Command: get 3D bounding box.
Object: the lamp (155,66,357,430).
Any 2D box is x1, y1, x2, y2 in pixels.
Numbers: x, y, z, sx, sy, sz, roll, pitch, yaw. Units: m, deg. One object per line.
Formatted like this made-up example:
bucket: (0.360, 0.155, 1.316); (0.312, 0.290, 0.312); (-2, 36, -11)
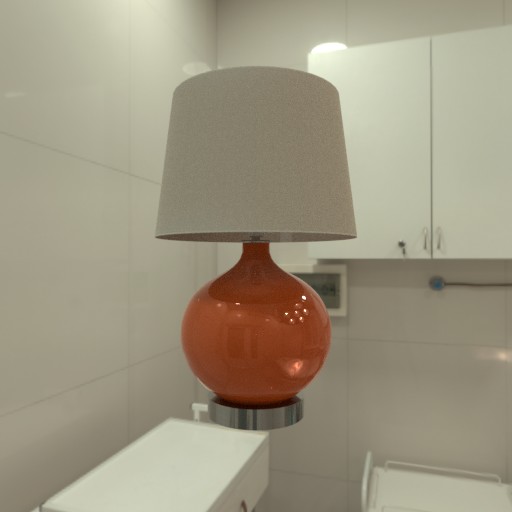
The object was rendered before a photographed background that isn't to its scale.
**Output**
lamp: (0.000, 0.000, 0.552); (0.247, 0.387, 0.247); (0, -1, 0)
